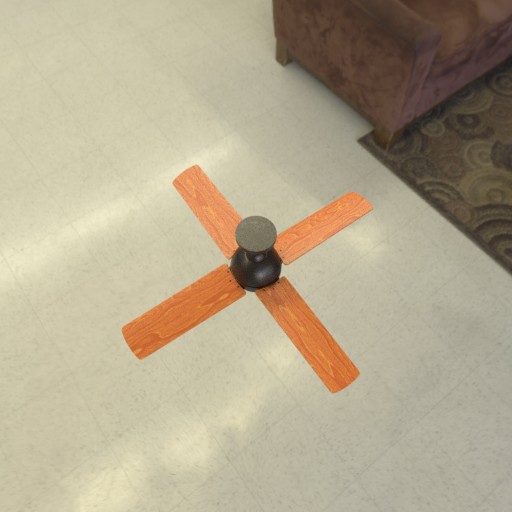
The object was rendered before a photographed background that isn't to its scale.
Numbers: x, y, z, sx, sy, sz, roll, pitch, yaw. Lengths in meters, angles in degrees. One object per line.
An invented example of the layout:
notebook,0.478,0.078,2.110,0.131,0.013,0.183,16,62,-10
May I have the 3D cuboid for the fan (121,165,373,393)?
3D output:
fan,0.000,0.000,1.983,1.332,0.403,1.332,-32,67,-15
